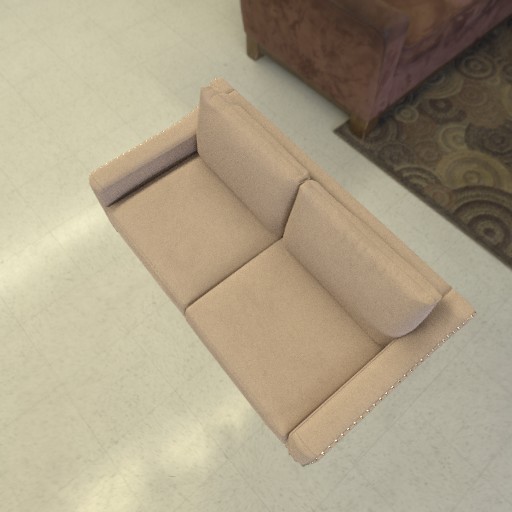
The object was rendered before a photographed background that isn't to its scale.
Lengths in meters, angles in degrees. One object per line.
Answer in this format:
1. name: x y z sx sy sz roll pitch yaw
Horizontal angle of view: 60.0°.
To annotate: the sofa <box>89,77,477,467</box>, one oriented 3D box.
1. sofa: 0.000 0.000 2.485 1.030 0.901 1.967 -36 69 -17
